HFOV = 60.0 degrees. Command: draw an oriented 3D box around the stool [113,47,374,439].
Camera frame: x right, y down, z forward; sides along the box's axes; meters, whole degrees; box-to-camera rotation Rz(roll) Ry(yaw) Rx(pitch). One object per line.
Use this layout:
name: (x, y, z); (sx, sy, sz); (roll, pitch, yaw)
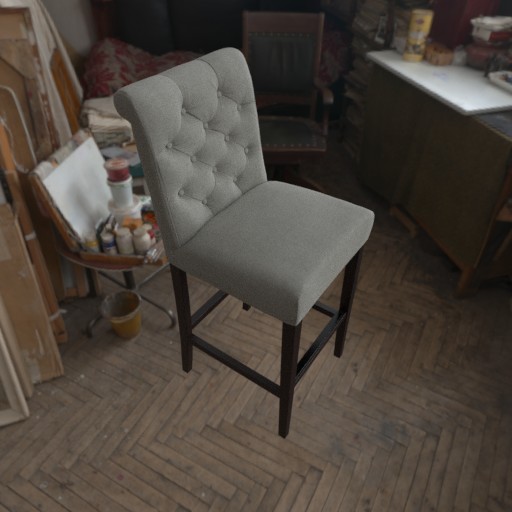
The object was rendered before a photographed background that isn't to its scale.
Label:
stool: (0.000, 0.000, 1.485); (0.601, 1.140, 0.493); (25, 46, 26)
